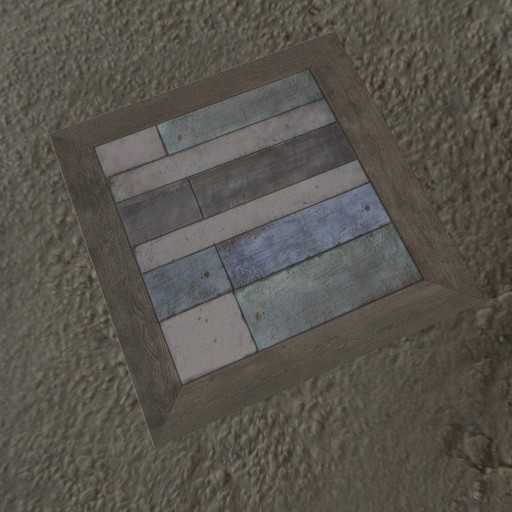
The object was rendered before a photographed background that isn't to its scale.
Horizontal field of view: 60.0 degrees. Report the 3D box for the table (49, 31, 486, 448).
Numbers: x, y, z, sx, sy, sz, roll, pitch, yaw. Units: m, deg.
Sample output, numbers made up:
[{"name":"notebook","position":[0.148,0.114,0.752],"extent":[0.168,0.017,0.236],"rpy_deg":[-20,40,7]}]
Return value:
[{"name":"table","position":[0.000,0.000,1.104],"extent":[0.610,0.610,0.610],"rpy_deg":[-22,76,-6]}]
